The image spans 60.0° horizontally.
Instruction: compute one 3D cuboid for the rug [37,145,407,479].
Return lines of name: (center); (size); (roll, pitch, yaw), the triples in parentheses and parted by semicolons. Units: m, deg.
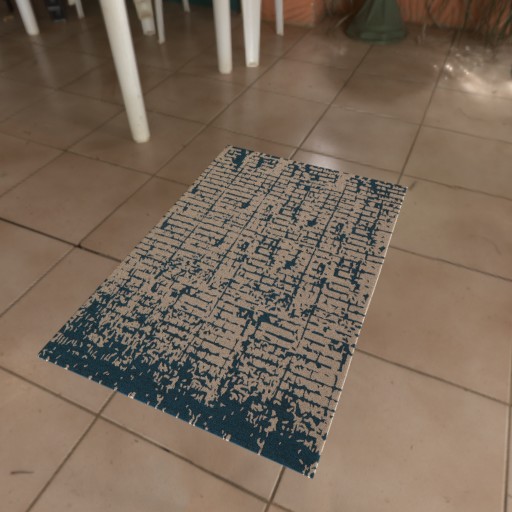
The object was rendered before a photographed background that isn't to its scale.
rug: (0.000, 0.000, 2.283); (1.220, 0.007, 1.828); (17, 47, 16)
